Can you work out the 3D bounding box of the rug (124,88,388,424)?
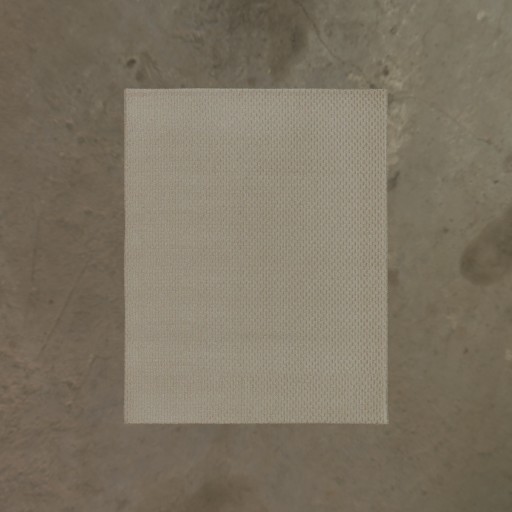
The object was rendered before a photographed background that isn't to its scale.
[{"bbox_3d":[0.000,0.000,3.822,2.277,0.035,2.897,0,90,0],"label":"rug"}]
